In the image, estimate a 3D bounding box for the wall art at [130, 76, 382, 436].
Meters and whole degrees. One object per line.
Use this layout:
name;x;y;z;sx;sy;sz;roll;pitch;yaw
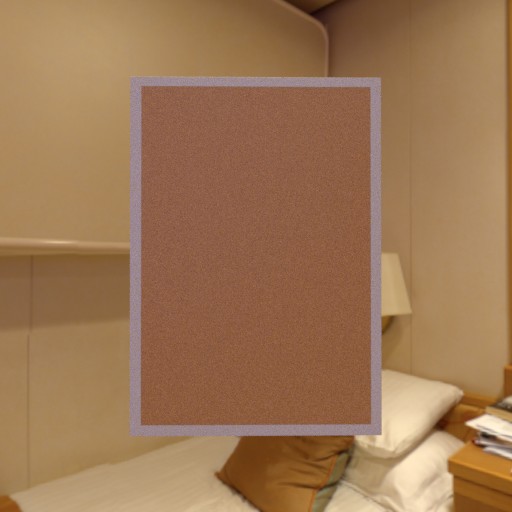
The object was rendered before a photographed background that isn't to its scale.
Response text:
wall art;0.000;0.000;0.541;0.303;0.433;0.013;0;0;-1
